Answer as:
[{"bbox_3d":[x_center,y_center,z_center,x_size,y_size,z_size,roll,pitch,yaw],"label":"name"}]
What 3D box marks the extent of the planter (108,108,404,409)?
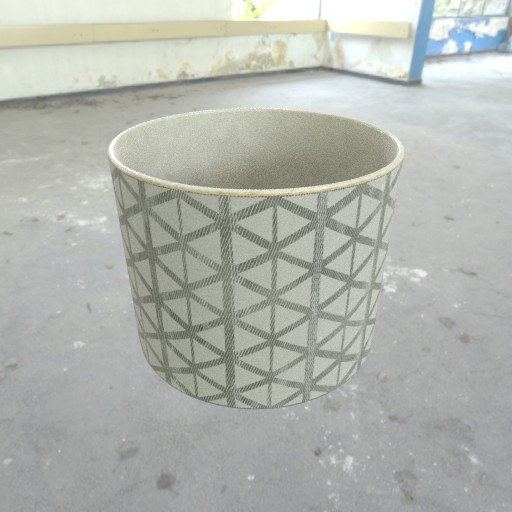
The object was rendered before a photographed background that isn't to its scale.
[{"bbox_3d":[0.000,0.000,0.448,0.250,0.239,0.250,0,30,0],"label":"planter"}]
